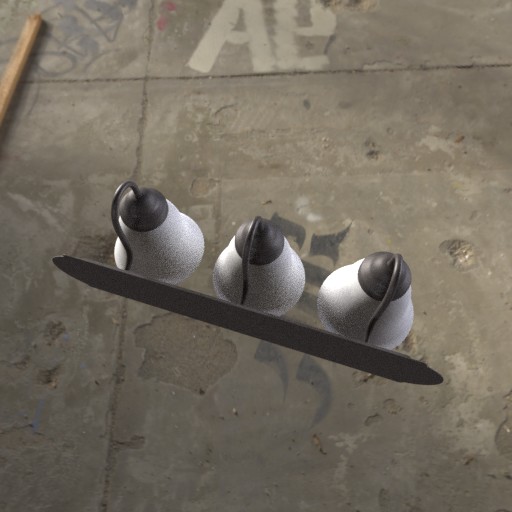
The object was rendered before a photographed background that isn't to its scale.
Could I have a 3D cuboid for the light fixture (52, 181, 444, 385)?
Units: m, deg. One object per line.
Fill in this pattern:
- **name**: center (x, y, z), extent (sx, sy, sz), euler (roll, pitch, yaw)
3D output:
- **light fixture**: center (0.000, 0.000, 0.684), extent (0.610, 0.222, 0.199), euler (16, 64, 8)
